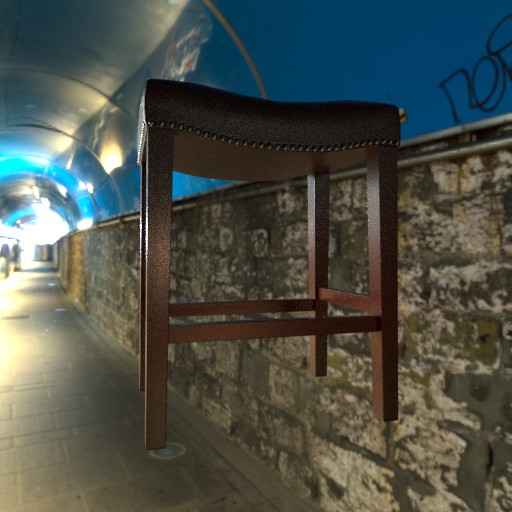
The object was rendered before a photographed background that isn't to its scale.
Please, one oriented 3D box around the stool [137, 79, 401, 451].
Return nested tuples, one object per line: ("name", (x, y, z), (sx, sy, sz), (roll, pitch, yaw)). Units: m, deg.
("stool", (0.000, 0.000, 0.989), (0.504, 0.657, 0.372), (0, 1, -16))
